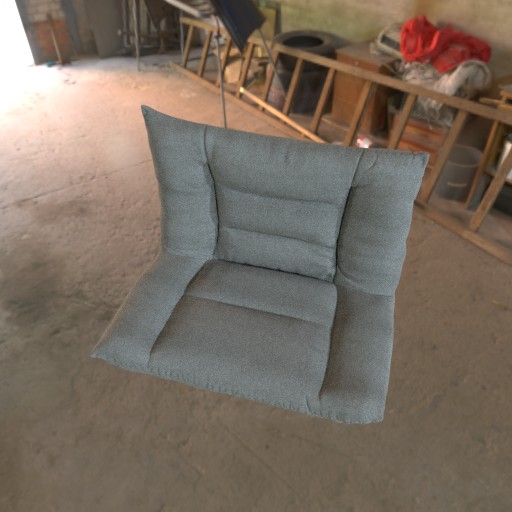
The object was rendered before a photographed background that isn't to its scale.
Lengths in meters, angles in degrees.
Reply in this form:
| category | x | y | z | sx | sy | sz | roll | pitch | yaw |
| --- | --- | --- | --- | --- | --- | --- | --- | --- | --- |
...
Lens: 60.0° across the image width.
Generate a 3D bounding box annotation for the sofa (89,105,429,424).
| category | x | y | z | sx | sy | sz | roll | pitch | yaw |
| --- | --- | --- | --- | --- | --- | --- | --- | --- | --- |
| sofa | 0.000 | 0.000 | 1.695 | 1.144 | 0.795 | 0.847 | 11 | 43 | 12 |
